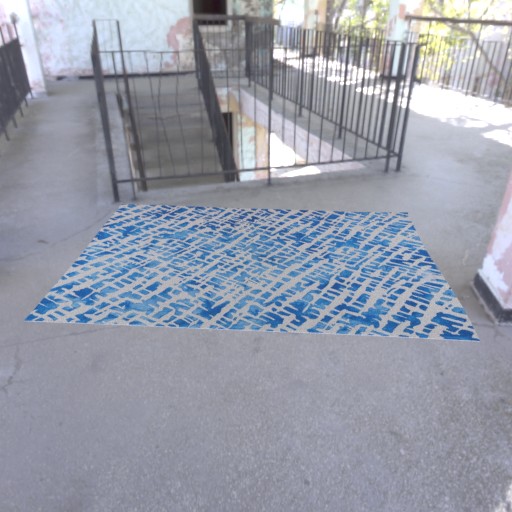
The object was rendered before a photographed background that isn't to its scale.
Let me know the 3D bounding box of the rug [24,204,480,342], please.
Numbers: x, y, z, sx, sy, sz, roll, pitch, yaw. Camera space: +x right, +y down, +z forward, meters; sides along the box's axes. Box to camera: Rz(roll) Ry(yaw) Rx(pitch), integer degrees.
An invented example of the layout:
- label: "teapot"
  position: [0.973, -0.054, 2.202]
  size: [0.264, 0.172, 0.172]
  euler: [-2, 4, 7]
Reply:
- label: "rug"
  position: [0.000, 0.000, 2.290]
  size: [1.830, 0.011, 1.209]
  euler: [2, 30, 3]
